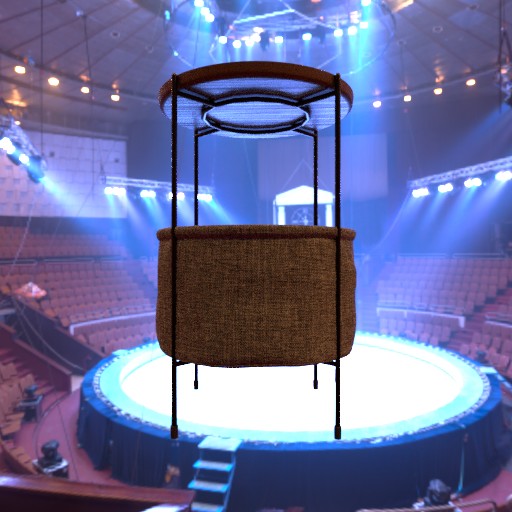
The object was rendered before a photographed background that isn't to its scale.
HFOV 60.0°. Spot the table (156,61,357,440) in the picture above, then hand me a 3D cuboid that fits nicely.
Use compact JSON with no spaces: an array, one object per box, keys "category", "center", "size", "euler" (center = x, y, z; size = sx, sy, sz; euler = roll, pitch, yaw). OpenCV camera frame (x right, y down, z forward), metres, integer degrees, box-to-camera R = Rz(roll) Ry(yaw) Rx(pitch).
[{"category":"table","center":[0.000,0.000,0.896],"size":[0.400,0.623,0.400],"euler":[0,0,0]}]
